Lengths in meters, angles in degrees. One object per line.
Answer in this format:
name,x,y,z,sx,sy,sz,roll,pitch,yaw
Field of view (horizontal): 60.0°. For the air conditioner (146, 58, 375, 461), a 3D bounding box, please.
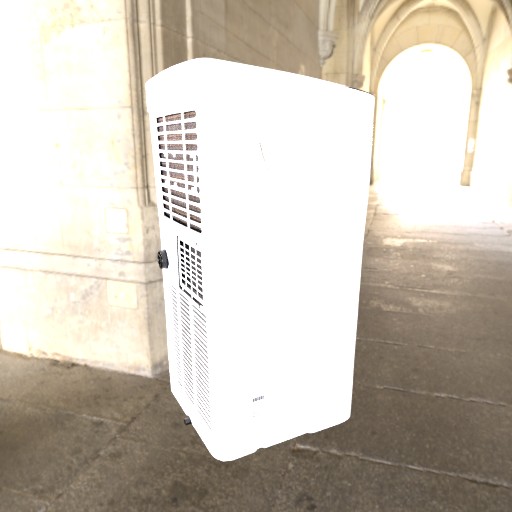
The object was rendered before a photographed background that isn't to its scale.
air conditioner,0.000,0.000,0.935,0.369,0.716,0.352,-7,16,-27
